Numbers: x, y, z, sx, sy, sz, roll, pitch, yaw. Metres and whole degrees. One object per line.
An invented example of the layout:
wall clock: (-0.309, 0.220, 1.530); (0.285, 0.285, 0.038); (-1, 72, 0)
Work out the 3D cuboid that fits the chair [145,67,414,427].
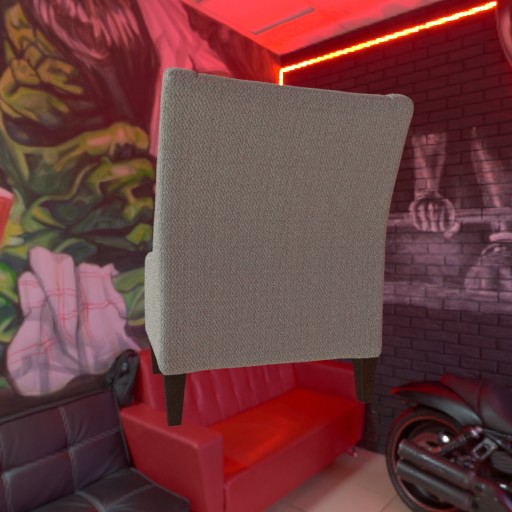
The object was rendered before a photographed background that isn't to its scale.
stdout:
chair: (0.000, 0.000, 1.651); (0.774, 1.014, 0.870); (0, 1, -18)
